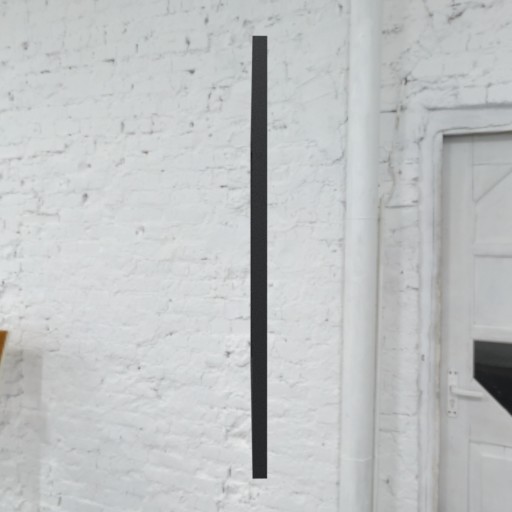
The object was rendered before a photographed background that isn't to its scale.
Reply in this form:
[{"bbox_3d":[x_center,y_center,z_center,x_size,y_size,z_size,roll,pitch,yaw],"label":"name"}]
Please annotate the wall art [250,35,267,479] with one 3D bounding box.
[{"bbox_3d":[0.000,0.000,0.535,0.012,0.357,0.358,0,1,-1],"label":"wall art"}]
